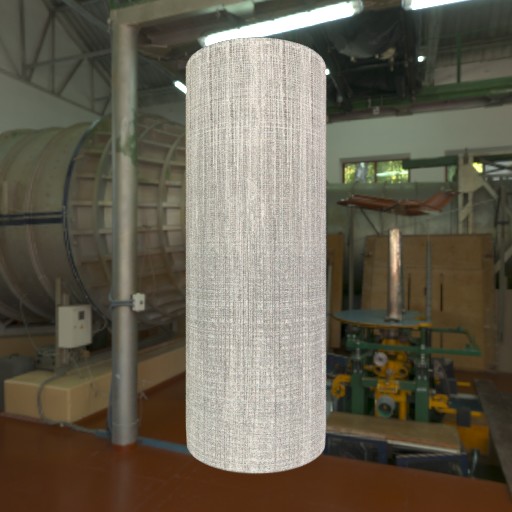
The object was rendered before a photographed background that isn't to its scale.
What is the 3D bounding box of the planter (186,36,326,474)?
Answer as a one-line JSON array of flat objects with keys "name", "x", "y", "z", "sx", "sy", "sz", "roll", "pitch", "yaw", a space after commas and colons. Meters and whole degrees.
[{"name": "planter", "x": 0.000, "y": 0.000, "z": 0.320, "sx": 0.100, "sy": 0.270, "sz": 0.100, "roll": 0, "pitch": 0, "yaw": -35}]
